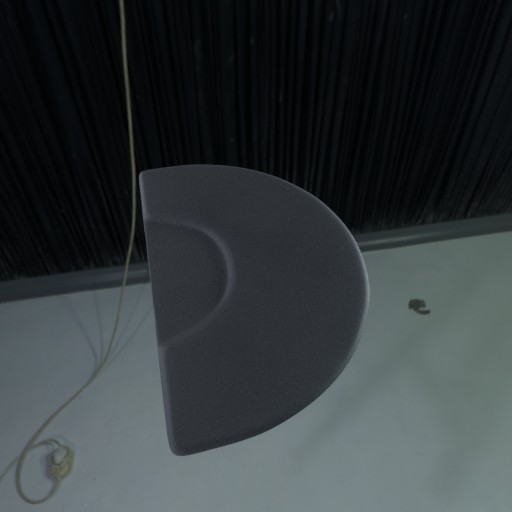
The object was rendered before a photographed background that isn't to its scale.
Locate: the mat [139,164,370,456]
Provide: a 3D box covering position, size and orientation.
[{"bbox_3d":[0.000,0.000,1.926,0.917,0.016,1.525,-10,47,-10],"label":"mat"}]
